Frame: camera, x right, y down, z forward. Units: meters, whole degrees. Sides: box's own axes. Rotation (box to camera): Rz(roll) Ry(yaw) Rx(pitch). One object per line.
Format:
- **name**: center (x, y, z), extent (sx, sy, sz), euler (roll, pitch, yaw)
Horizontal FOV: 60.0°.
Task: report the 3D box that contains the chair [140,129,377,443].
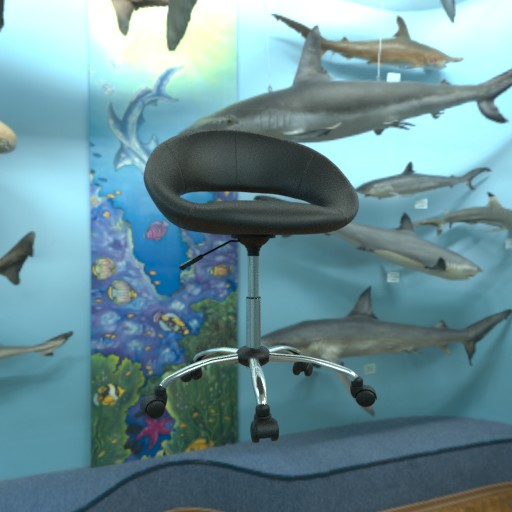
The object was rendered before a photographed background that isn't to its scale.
- **chair**: center (0.000, 0.000, 1.199), extent (0.612, 0.791, 0.538), euler (0, 1, -18)
